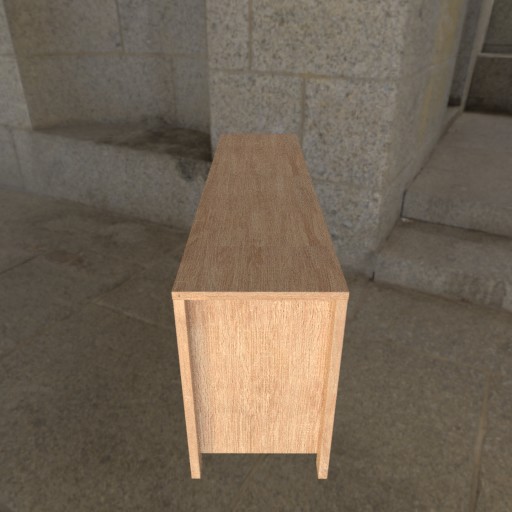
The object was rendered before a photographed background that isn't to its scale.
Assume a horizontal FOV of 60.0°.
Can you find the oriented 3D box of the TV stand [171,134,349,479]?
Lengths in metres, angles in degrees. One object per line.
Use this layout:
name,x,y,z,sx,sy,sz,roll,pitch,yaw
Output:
TV stand,0.000,0.000,1.723,0.398,0.610,1.466,0,28,0
